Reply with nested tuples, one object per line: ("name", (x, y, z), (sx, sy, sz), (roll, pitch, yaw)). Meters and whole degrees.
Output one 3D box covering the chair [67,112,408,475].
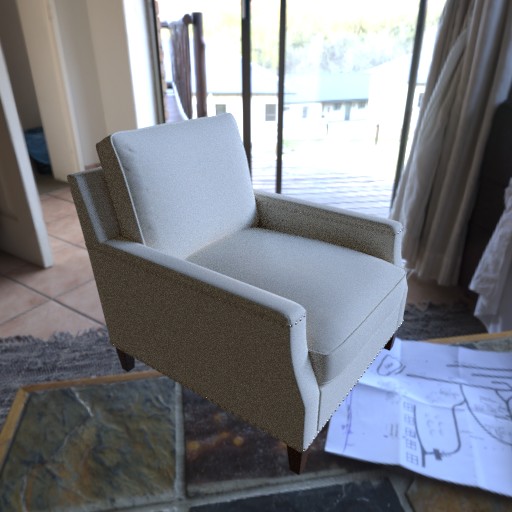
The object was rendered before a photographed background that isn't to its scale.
("chair", (0.000, 0.000, 1.705), (1.014, 0.943, 0.853), (18, 31, 32))
